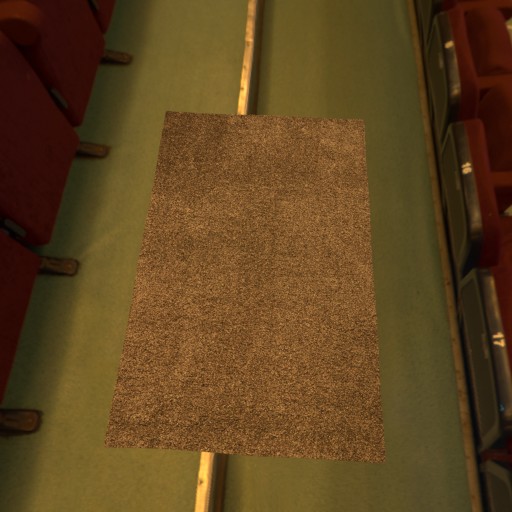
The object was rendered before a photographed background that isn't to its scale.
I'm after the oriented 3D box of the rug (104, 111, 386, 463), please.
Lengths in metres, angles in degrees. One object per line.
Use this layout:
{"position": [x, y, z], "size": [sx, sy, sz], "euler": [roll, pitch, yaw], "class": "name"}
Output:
{"position": [0.000, 0.000, 2.858], "size": [1.501, 0.025, 2.352], "euler": [3, 65, 1], "class": "rug"}
